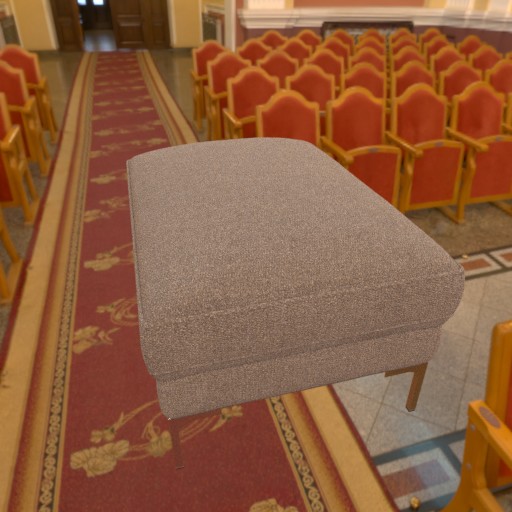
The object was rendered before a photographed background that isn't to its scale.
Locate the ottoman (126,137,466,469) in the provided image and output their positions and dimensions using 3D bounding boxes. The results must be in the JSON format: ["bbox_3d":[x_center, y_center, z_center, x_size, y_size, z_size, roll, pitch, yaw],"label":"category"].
[{"bbox_3d":[0.000,0.000,1.124,0.583,0.464,0.785,-8,32,-13],"label":"ottoman"}]
